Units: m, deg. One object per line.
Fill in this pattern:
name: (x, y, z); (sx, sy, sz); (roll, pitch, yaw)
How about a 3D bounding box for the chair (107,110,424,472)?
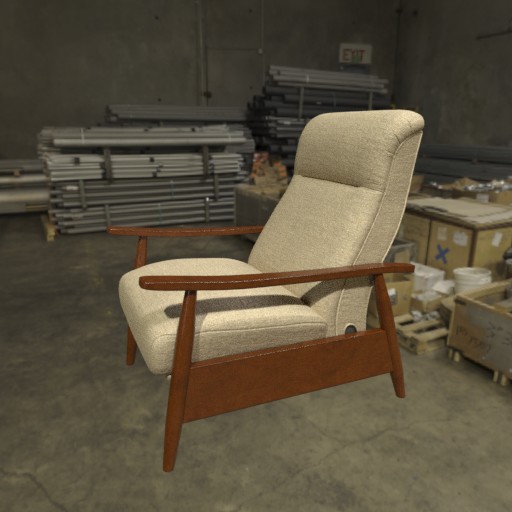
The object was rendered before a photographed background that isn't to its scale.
chair: (0.000, 0.000, 1.725); (1.014, 1.082, 0.762); (-7, 18, -24)
